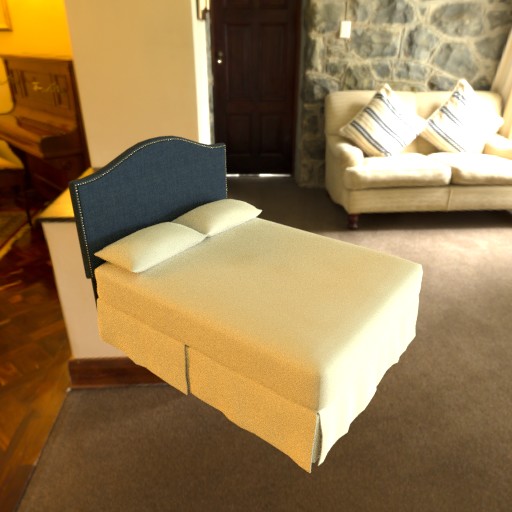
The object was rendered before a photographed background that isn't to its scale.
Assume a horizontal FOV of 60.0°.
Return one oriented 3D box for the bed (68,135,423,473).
[{"bbox_3d":[0.000,0.000,3.353,2.153,1.518,1.713,18,32,33],"label":"bed"}]
